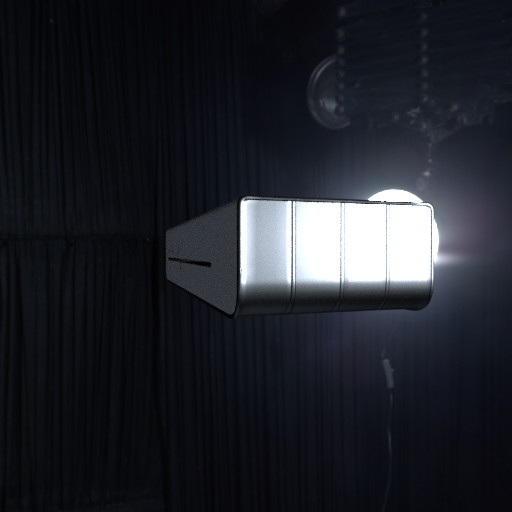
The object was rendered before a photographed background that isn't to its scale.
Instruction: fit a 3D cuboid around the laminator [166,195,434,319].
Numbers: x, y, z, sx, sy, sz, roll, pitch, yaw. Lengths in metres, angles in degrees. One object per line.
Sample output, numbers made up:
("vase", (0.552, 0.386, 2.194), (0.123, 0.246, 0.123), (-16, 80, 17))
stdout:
("laminator", (0.000, 0.000, 0.391), (0.123, 0.062, 0.340), (0, 1, -17))
